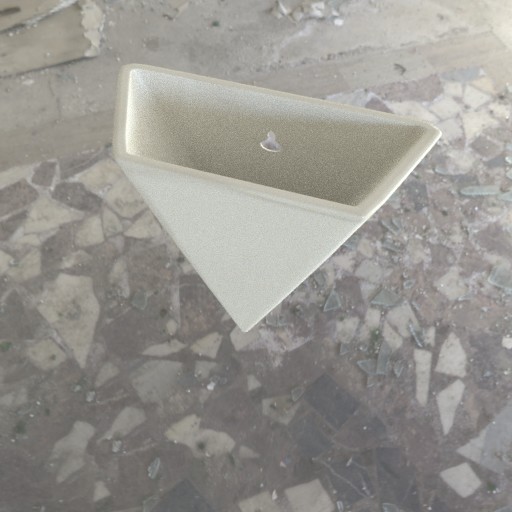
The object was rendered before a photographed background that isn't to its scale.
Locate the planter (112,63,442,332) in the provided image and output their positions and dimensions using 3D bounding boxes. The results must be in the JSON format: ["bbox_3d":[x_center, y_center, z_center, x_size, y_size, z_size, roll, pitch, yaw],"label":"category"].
[{"bbox_3d":[0.000,0.000,0.271,0.150,0.197,0.060,15,60,9],"label":"planter"}]
